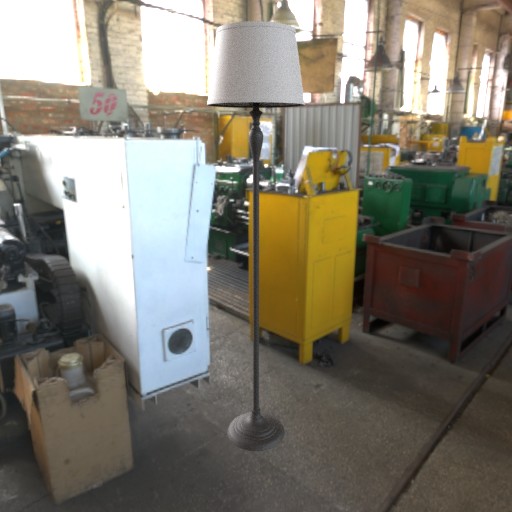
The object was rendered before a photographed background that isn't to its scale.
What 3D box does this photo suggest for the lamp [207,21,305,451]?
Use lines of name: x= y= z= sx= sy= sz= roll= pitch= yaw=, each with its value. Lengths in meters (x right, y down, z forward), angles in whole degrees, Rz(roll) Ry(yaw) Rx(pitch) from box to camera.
lamp: x=0.000 y=0.000 z=1.629 sx=0.327 sy=1.506 sz=0.327 roll=2 pitch=16 yaw=8
